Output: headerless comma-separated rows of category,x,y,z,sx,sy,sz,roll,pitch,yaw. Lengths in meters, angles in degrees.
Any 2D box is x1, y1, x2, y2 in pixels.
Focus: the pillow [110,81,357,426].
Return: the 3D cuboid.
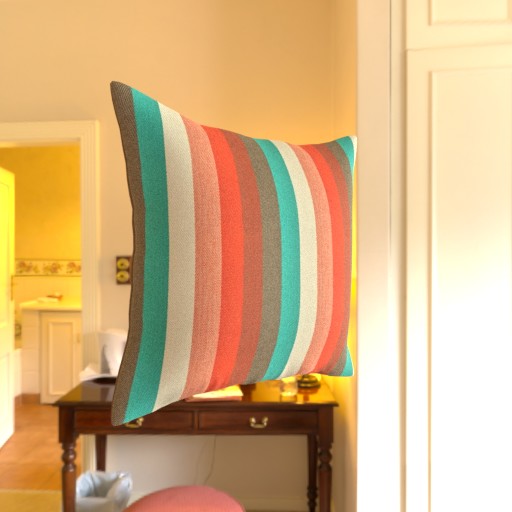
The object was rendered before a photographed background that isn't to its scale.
pillow,0.000,0.000,0.689,0.453,0.443,0.168,0,0,-36
